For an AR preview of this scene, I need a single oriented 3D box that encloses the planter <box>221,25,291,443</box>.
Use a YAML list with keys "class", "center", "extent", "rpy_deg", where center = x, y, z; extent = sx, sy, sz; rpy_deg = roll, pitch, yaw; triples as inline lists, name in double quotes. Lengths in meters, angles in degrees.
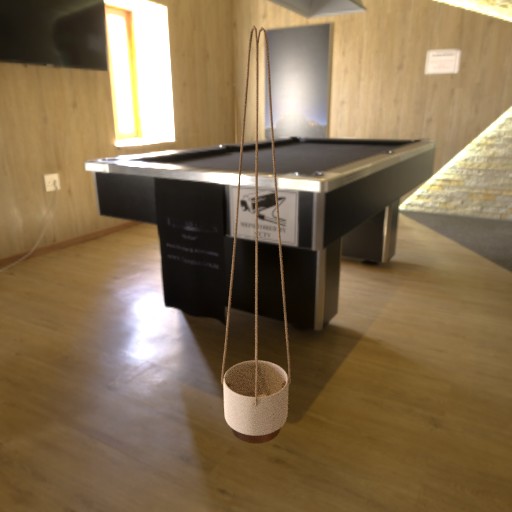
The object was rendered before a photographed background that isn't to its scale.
- class: "planter"
  center: [0.000, 0.000, 0.901]
  extent: [0.146, 0.841, 0.146]
  rpy_deg: [-18, 26, -42]
